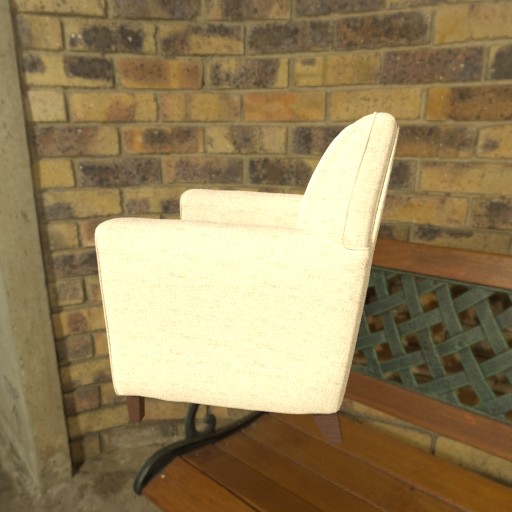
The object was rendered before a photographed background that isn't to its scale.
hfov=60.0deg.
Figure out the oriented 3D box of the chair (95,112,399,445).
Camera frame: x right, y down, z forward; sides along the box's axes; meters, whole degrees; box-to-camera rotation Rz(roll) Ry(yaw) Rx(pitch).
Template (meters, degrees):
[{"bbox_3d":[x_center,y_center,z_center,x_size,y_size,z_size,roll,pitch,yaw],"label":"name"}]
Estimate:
[{"bbox_3d":[0.000,0.000,1.592,0.823,0.943,0.870,2,15,9],"label":"chair"}]
